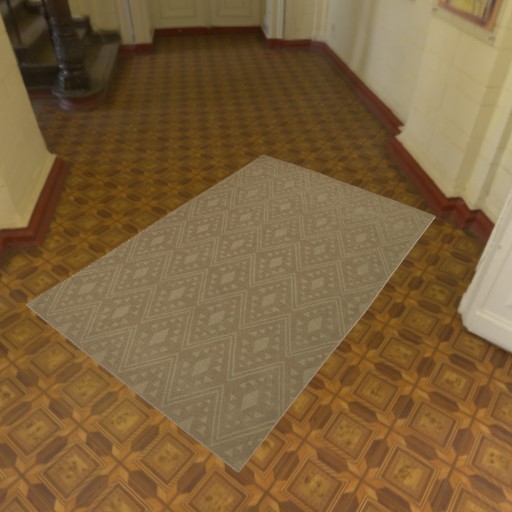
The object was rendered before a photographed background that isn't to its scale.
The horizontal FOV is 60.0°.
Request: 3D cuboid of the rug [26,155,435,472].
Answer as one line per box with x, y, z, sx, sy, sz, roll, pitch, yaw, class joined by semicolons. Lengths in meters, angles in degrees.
0.000;0.000;2.294;1.252;0.034;1.829;26;47;27;rug
